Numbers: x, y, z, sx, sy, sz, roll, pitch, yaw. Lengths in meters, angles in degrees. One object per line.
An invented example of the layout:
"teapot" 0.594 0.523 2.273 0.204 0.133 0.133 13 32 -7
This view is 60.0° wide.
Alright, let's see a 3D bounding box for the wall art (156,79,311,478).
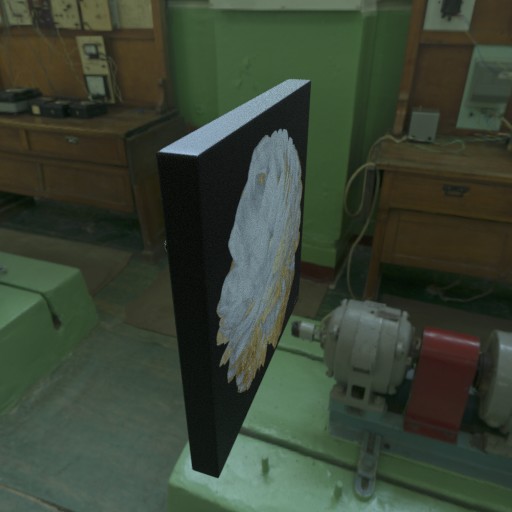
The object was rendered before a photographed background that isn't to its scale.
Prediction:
"wall art" 0.000 0.000 0.616 0.041 0.407 0.406 10 31 16
